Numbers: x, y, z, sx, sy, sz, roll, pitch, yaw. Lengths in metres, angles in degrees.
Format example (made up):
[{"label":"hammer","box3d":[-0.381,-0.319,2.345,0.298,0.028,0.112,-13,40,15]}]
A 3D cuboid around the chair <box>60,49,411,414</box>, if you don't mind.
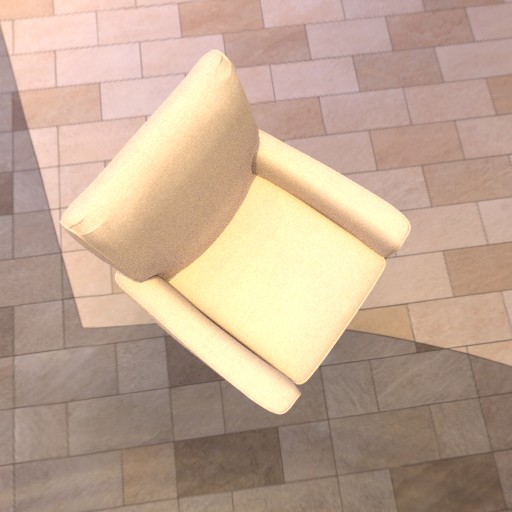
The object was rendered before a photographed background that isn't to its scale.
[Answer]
[{"label":"chair","box3d":[0.000,0.000,1.646,0.858,1.023,0.841,36,79,8]}]
